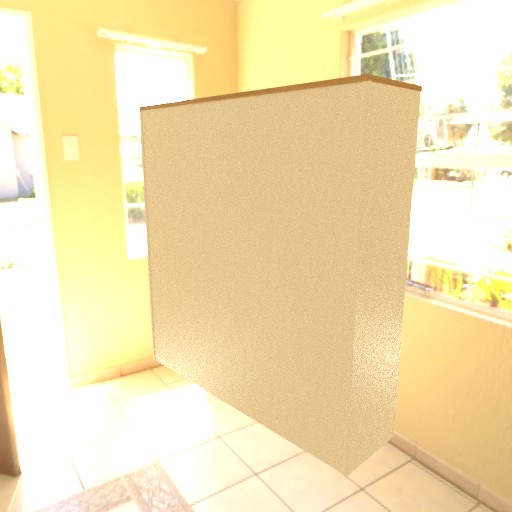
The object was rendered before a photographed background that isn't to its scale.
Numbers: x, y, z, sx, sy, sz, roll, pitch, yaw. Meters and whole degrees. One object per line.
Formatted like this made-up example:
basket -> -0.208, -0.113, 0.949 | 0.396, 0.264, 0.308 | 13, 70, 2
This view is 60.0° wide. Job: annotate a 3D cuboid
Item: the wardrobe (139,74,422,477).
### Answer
wardrobe -> 0.000, 0.000, 3.351 | 0.590, 2.260, 2.160 | -12, 18, -43
